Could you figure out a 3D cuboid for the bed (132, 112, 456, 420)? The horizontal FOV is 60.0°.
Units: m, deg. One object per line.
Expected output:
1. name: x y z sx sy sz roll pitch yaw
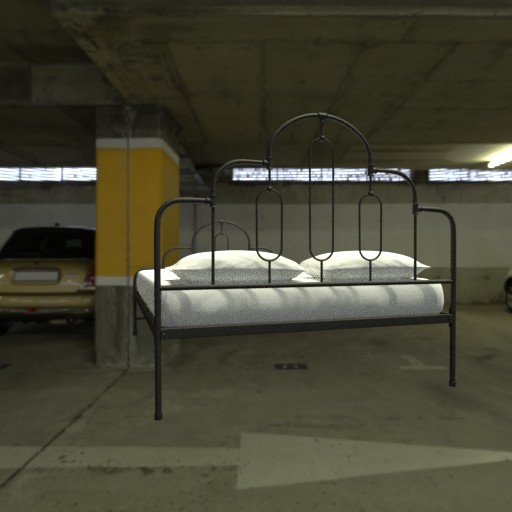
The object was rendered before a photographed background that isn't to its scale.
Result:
1. bed: 0.000 0.000 3.209 1.640 1.429 2.163 0 0 -18
